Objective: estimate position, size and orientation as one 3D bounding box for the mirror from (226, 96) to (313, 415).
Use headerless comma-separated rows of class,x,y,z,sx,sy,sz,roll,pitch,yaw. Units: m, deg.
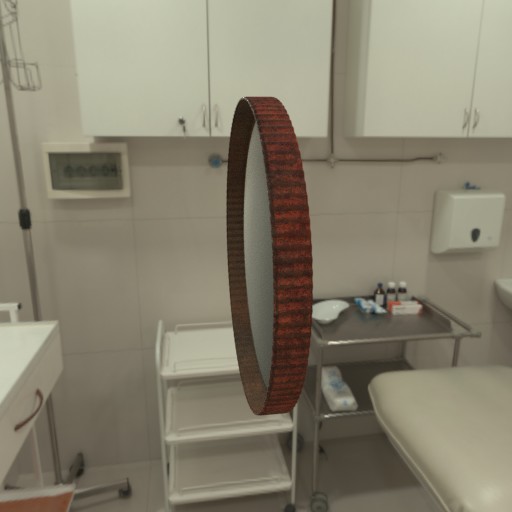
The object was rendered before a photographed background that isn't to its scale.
mirror,0.000,0.000,0.900,0.056,0.609,0.609,-3,15,-9
